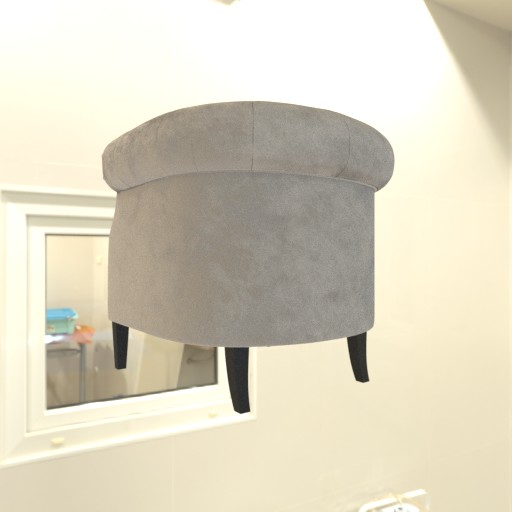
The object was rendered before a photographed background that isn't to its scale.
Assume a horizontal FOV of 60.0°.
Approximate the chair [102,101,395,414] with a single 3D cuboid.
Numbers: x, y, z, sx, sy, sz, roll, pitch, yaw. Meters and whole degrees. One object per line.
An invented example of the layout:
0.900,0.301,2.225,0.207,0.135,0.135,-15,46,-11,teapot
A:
0.000,0.000,1.535,0.904,0.826,0.851,0,0,-36,chair
